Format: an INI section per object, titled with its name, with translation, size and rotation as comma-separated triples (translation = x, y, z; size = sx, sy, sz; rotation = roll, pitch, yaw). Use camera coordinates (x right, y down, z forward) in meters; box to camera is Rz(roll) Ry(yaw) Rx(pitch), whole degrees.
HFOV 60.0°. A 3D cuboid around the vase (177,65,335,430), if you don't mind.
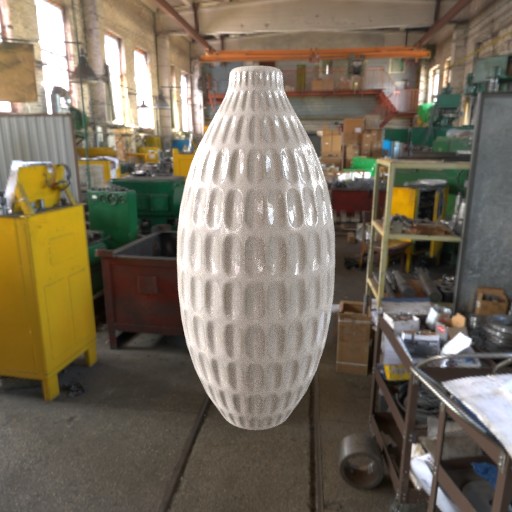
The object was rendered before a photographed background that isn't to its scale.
[vase]
translation = 0.000, 0.000, 0.360
size = 0.127, 0.282, 0.127
rotation = 0, 14, 0
